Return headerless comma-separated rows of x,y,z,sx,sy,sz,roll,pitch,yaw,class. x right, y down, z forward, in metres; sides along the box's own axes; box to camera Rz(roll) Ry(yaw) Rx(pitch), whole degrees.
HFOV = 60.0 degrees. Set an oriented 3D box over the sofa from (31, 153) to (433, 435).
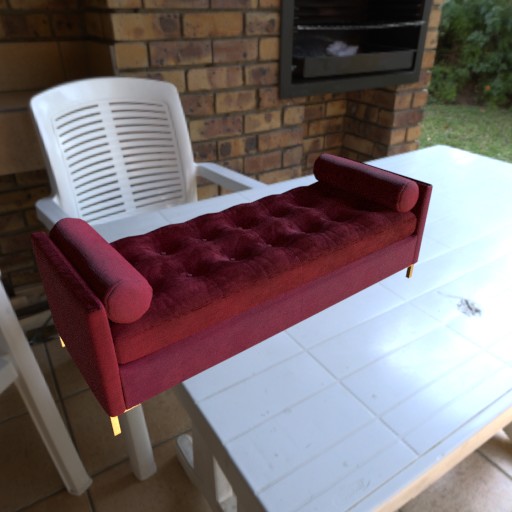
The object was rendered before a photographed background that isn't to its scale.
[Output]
0.000,0.000,2.491,2.102,0.705,0.796,-21,35,-32,sofa
